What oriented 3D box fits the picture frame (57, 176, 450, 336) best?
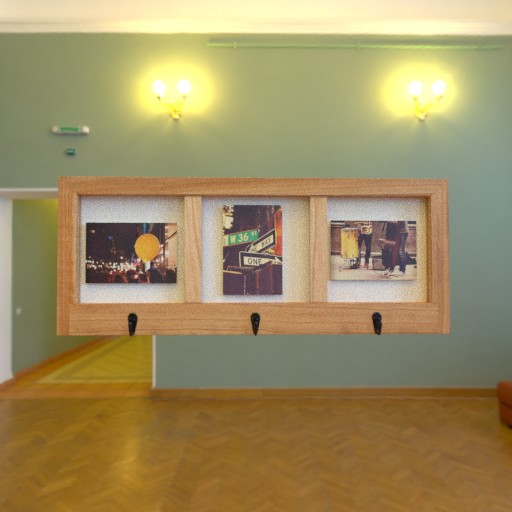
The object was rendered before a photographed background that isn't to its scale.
[{"bbox_3d":[0.000,0.000,0.662,0.582,0.234,0.045,0,-1,-2],"label":"picture frame"}]
